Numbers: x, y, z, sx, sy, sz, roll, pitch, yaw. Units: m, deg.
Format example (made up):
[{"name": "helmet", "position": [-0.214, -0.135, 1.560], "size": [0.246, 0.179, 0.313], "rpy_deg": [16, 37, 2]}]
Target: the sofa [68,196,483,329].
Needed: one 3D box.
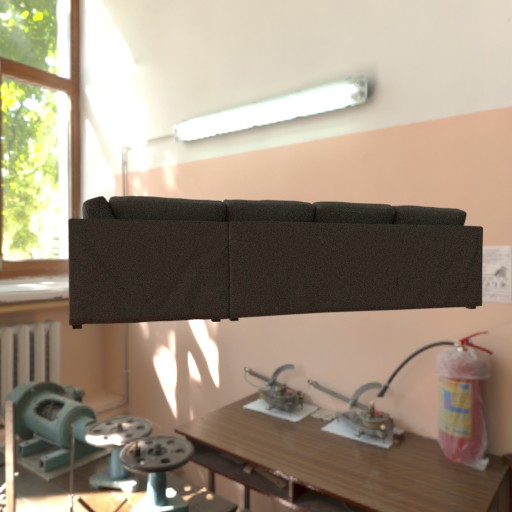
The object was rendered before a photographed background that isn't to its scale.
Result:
[{"name": "sofa", "position": [0.000, 0.000, 4.323], "size": [3.182, 0.871, 2.432], "rpy_deg": [0, 1, -17]}]
